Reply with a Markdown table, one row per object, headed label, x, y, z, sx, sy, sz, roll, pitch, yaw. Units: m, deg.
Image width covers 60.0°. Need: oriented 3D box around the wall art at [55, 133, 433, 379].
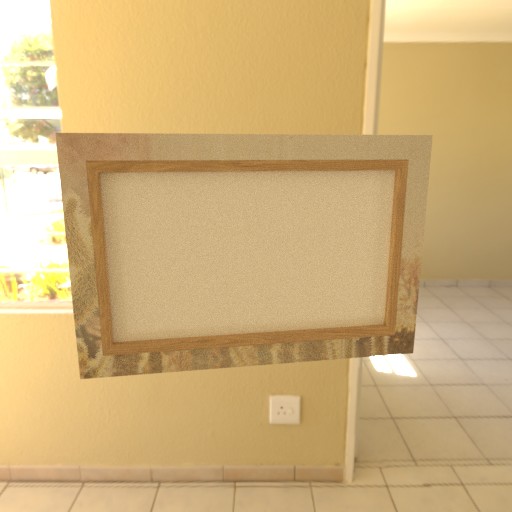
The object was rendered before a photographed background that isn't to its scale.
| label | x | y | z | sx | sy | sz | roll | pitch | yaw |
| --- | --- | --- | --- | --- | --- | --- | --- | --- | --- |
| wall art | 0.000 | 0.000 | 1.908 | 1.525 | 1.012 | 0.038 | -2 | 14 | -9 |
